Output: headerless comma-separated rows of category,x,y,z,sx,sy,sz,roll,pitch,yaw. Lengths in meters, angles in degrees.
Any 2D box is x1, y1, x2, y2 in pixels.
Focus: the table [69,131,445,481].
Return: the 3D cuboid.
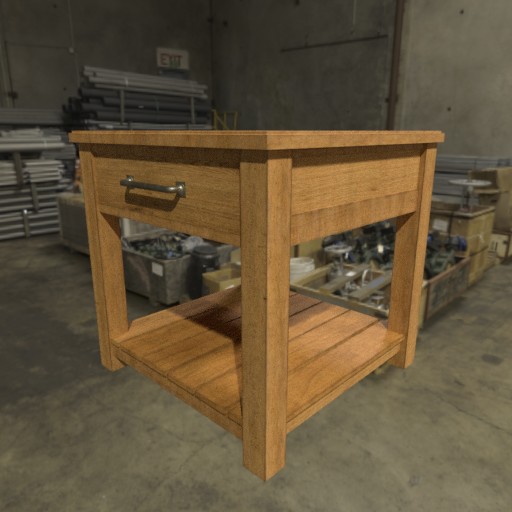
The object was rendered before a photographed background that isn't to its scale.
table,0.000,0.000,1.092,0.616,0.593,0.612,15,21,42
